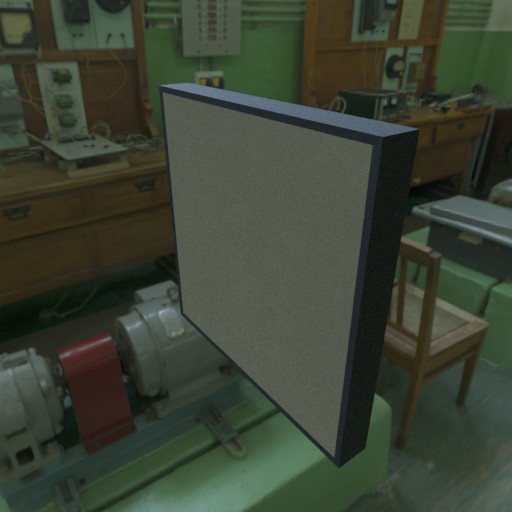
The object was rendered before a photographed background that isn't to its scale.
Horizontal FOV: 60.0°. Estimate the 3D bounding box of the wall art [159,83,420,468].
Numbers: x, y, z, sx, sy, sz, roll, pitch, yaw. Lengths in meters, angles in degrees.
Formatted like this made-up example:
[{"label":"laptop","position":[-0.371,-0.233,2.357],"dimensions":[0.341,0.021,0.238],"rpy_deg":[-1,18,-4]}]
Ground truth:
[{"label":"wall art","position":[0.000,0.000,0.451],"dimensions":[0.036,0.300,0.302],"rpy_deg":[-19,33,-32]}]
